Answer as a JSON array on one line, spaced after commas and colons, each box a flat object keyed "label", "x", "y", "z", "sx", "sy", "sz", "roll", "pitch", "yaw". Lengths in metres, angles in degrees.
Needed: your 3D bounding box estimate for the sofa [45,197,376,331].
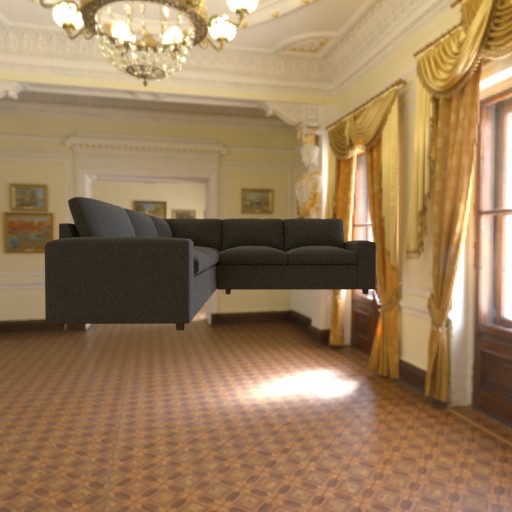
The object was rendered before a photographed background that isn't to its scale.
[{"label": "sofa", "x": 0.000, "y": 0.000, "z": 4.642, "sx": 2.895, "sy": 0.965, "sz": 3.277, "roll": 0, "pitch": 1, "yaw": 0}]
